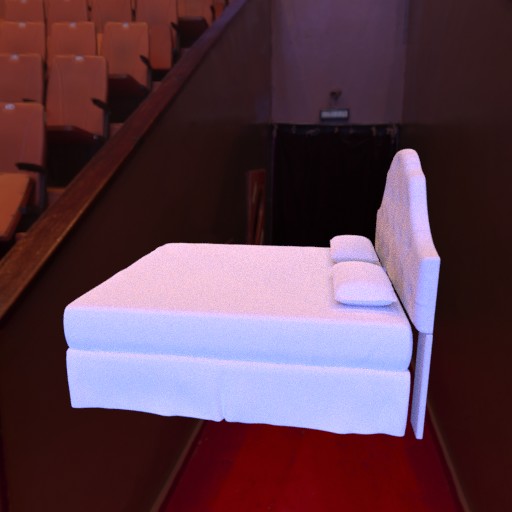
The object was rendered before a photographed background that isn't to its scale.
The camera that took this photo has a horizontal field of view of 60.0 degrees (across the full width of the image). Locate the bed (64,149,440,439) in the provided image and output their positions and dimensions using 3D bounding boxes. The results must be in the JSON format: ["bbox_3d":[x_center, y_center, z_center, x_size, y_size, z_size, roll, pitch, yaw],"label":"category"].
[{"bbox_3d":[0.000,0.000,3.441,2.214,1.615,2.008,2,14,8],"label":"bed"}]
